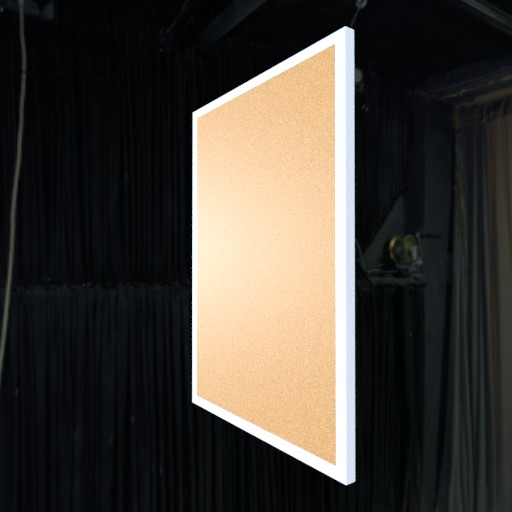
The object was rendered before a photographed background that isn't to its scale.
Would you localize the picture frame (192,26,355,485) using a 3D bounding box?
[{"bbox_3d":[0.000,0.000,0.546,0.013,0.434,0.305,0,-1,-36],"label":"picture frame"}]
